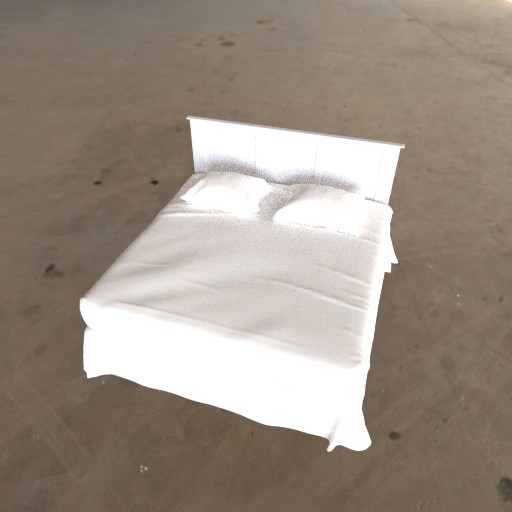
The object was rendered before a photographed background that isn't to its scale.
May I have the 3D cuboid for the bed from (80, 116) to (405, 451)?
[{"bbox_3d":[0.000,0.000,3.590,2.317,1.273,2.215,12,41,14],"label":"bed"}]
